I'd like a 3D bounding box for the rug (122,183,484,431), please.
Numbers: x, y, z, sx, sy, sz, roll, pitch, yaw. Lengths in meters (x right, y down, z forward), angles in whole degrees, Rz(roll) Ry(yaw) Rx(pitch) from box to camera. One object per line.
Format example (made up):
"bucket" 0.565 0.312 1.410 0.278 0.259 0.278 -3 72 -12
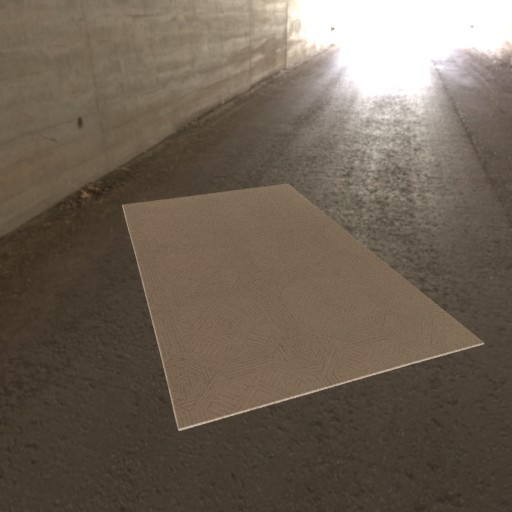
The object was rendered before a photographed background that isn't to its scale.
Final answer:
"rug" 0.000 0.000 2.965 1.524 0.008 2.440 -10 31 -17
